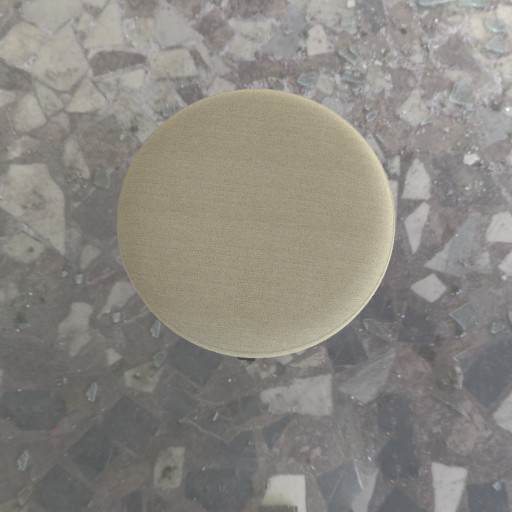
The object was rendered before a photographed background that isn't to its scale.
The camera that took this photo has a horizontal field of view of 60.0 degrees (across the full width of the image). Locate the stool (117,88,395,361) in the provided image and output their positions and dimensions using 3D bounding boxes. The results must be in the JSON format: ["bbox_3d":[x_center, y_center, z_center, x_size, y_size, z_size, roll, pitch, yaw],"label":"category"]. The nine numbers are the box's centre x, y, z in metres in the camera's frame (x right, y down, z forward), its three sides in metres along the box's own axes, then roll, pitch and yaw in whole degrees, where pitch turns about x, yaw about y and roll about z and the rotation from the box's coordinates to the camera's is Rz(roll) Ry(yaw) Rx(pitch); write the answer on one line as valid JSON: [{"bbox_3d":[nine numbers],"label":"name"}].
[{"bbox_3d":[0.000,0.000,0.960,0.449,0.655,0.449,0,77,0],"label":"stool"}]
